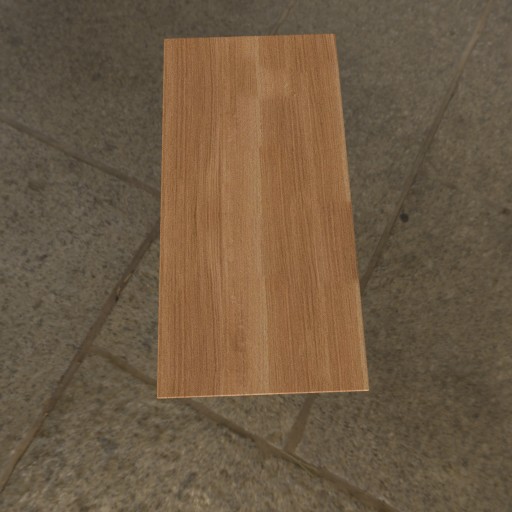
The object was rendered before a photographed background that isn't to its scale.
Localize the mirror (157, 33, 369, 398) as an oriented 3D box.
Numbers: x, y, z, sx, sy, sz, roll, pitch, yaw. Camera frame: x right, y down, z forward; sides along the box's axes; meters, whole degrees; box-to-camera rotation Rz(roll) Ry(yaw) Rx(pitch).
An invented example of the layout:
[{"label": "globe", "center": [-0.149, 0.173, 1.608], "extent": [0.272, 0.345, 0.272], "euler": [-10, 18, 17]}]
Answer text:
[{"label": "mirror", "center": [0.000, 0.000, 1.416], "extent": [0.400, 1.000, 0.800], "euler": [-2, 75, -1]}]
